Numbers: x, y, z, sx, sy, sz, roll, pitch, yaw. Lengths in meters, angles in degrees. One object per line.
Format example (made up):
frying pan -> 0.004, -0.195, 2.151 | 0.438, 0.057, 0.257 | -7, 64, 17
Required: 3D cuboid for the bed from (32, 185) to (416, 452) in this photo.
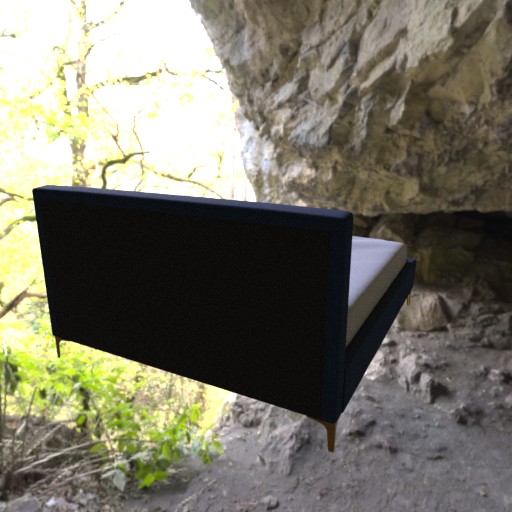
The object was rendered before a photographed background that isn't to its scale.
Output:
bed -> 0.000, 0.000, 3.470 | 2.096, 1.231, 2.232 | 9, 18, 27
